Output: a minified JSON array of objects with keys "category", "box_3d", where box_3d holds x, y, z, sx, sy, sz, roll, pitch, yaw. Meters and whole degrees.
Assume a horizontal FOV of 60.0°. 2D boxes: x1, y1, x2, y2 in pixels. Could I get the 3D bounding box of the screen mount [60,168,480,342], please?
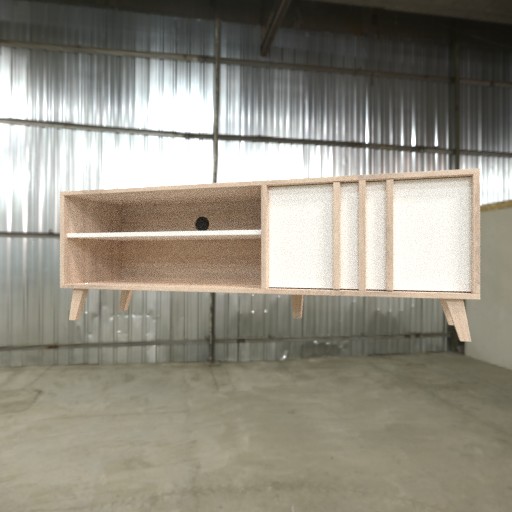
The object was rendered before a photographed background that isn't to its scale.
[{"category":"screen mount","box_3d":[0.000,0.000,1.710,1.500,0.510,0.400,0,0,18]}]
